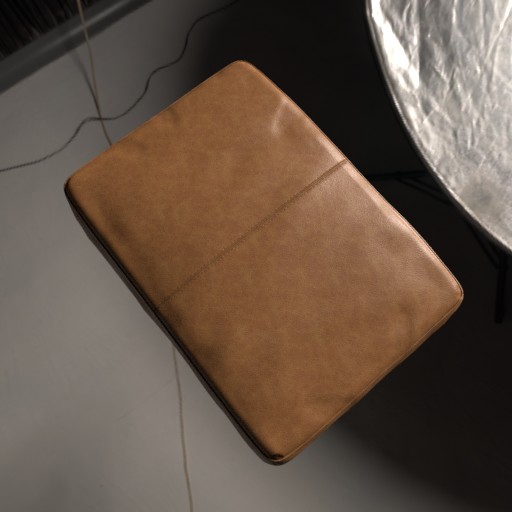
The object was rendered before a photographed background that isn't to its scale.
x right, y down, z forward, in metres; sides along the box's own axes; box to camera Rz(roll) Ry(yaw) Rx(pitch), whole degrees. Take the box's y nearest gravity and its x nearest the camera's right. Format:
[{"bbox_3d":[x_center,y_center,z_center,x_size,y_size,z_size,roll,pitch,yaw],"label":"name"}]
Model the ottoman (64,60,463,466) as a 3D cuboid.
[{"bbox_3d":[0.000,0.000,1.216,0.630,0.461,0.869,-38,79,-9],"label":"ottoman"}]
